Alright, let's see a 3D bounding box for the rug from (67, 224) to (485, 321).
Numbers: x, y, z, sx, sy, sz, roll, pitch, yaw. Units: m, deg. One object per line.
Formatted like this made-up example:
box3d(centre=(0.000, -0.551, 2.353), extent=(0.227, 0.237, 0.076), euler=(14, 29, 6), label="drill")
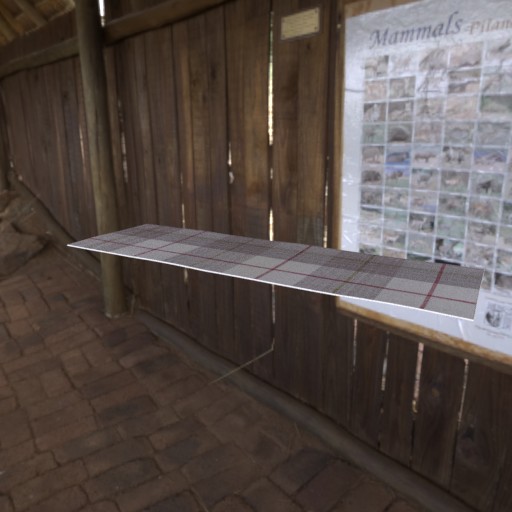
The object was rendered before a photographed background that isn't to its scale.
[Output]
box3d(centre=(0.000, 0.000, 2.677), extent=(2.439, 0.013, 0.762), euler=(9, 18, 28), label="rug")
